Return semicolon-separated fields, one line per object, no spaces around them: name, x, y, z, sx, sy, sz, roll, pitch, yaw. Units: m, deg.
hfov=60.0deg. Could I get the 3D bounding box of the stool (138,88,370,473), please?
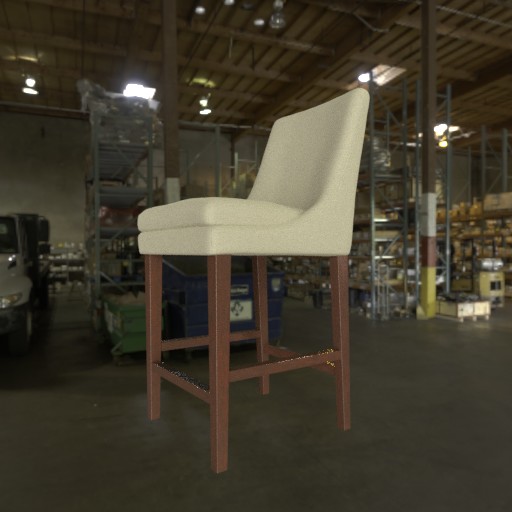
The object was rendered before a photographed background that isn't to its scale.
stool;0.000;0.000;1.317;0.577;0.981;0.470;0;1;-35
